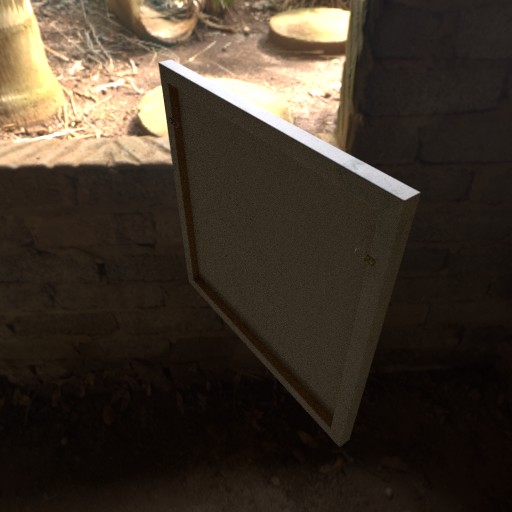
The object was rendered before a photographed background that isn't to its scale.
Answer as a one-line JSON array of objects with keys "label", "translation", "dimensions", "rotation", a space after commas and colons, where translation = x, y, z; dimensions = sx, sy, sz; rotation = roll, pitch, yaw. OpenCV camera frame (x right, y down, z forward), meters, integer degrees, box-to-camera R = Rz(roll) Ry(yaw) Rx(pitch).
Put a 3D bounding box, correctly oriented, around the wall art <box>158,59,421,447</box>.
[{"label": "wall art", "translation": [0.000, 0.000, 1.128], "dimensions": [0.041, 0.762, 0.762], "rotation": [-26, 48, -27]}]
